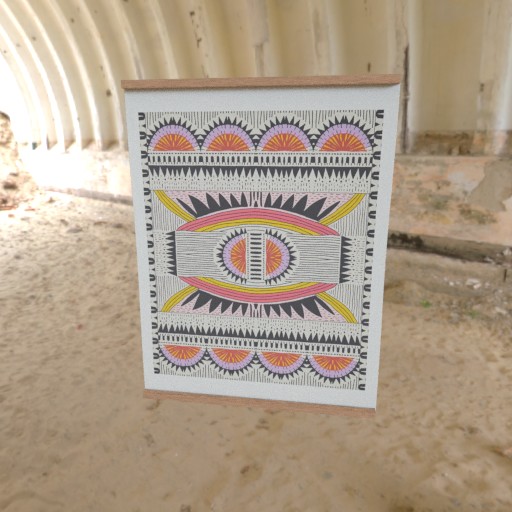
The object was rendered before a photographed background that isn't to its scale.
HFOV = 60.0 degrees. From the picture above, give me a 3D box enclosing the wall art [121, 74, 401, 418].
[{"bbox_3d":[0.000,0.000,0.703,0.403,0.527,0.028,2,14,8],"label":"wall art"}]
